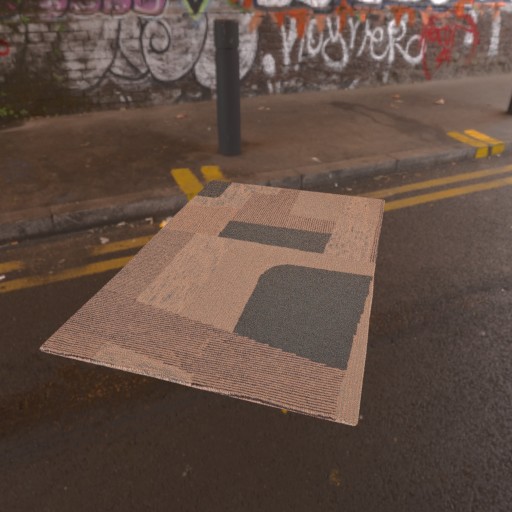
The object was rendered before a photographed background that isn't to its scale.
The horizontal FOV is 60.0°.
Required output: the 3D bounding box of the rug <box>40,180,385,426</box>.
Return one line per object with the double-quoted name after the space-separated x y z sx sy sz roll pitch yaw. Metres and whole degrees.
0.000 0.000 2.346 1.238 0.020 1.847 9 32 14 "rug"
